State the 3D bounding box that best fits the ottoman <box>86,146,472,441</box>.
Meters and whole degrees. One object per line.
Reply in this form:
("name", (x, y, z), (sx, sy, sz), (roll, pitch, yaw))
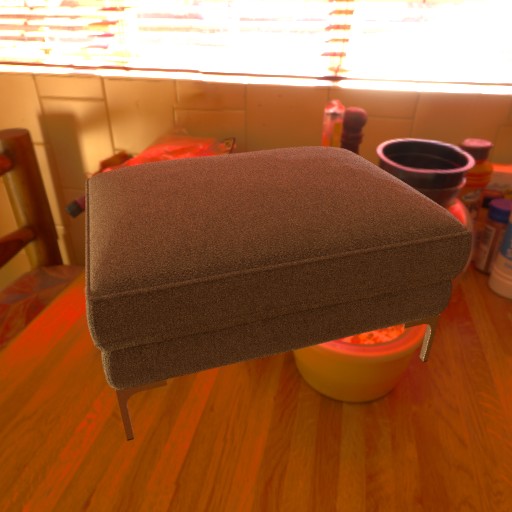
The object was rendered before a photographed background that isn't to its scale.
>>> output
("ottoman", (0.000, 0.000, 1.133), (0.785, 0.464, 0.583), (-10, 32, -16))
